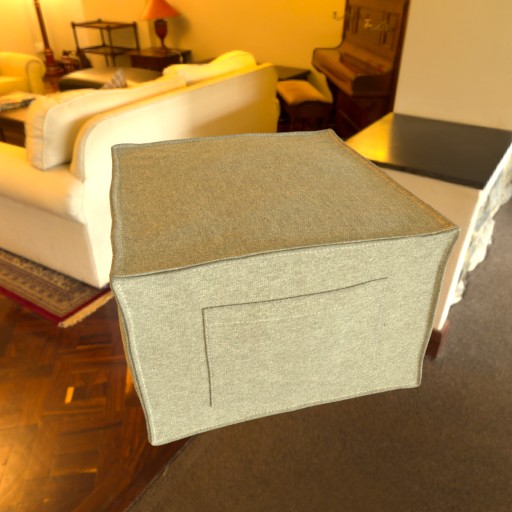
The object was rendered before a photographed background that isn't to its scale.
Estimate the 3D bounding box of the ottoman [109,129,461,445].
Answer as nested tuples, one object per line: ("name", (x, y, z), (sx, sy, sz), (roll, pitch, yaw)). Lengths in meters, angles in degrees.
("ottoman", (0.000, 0.000, 1.173), (0.707, 0.470, 0.696), (-8, 34, -13))
